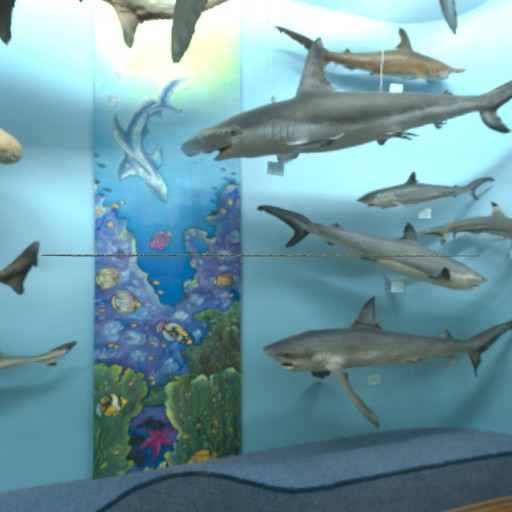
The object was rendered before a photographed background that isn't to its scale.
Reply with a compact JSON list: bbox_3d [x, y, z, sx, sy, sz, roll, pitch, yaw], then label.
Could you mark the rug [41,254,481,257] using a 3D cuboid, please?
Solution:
[{"bbox_3d":[0.000,0.000,3.014,2.435,0.006,1.521,0,0,-17],"label":"rug"}]
